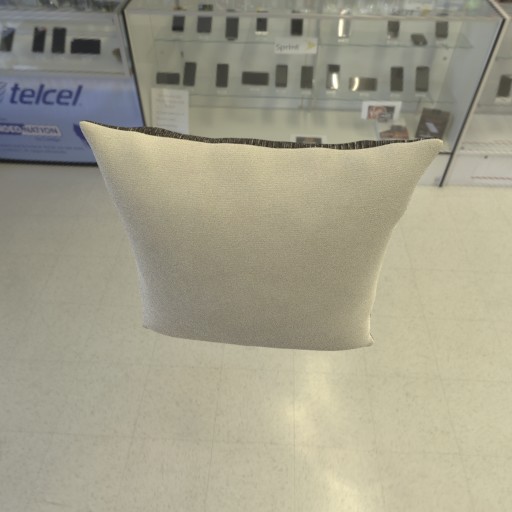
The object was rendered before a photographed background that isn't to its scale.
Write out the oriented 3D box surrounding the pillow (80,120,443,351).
[{"bbox_3d":[0.000,0.000,0.676,0.433,0.434,0.196,4,46,4],"label":"pillow"}]
